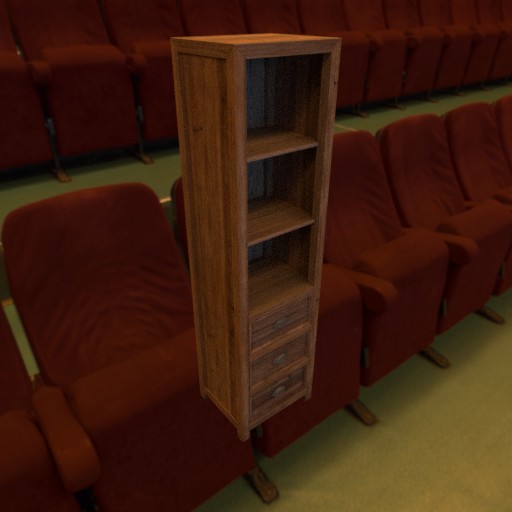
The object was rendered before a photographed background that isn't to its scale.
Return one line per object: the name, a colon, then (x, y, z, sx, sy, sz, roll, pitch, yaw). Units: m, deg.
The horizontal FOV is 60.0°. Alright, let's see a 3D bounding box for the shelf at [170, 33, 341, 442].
shelf: (0.000, 0.000, 2.148, 0.500, 1.900, 0.428, -21, 36, -32)
